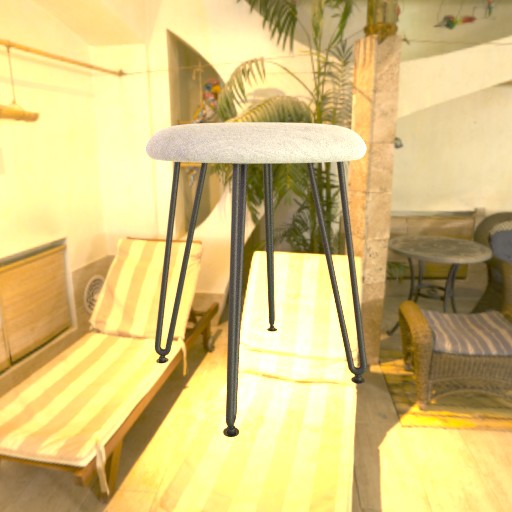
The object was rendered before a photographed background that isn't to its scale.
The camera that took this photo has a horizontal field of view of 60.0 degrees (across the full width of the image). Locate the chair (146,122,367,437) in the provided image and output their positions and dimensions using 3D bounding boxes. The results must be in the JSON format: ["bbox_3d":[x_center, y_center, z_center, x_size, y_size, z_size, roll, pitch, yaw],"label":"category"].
[{"bbox_3d":[0.000,0.000,0.677,0.350,0.386,0.350,3,15,11],"label":"chair"}]
